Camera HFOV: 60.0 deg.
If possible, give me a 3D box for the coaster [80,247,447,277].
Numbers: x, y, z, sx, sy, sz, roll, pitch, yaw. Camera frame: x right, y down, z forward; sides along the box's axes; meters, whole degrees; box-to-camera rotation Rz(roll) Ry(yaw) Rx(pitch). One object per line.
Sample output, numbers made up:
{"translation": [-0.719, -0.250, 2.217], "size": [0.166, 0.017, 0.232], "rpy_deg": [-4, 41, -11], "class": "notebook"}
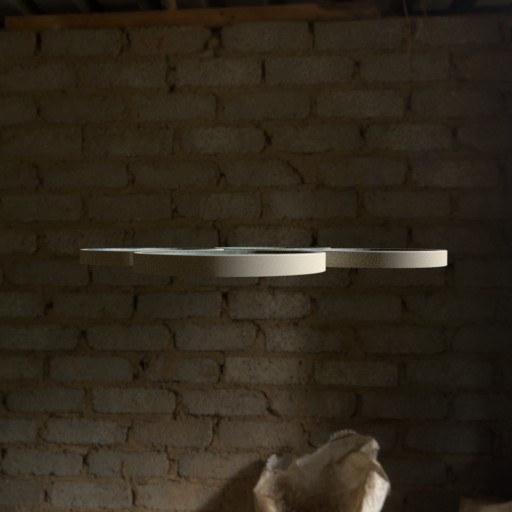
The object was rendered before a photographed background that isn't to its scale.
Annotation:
{"translation": [0.000, 0.000, 0.334], "size": [0.224, 0.010, 0.220], "rpy_deg": [-1, 2, -35], "class": "coaster"}
